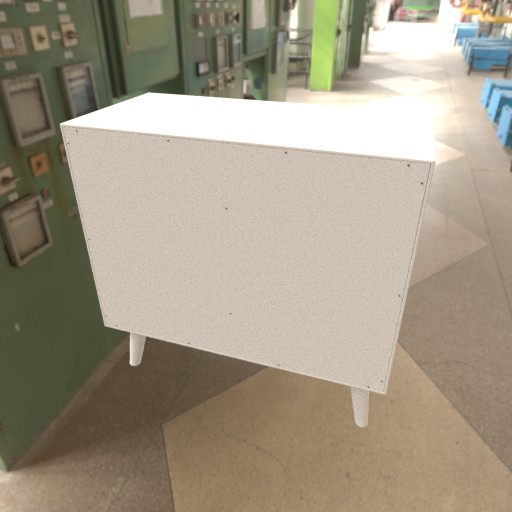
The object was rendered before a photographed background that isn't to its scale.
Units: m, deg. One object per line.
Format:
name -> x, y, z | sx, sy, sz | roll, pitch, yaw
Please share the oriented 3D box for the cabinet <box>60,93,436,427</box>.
cabinet -> 0.000, 0.000, 1.242 | 0.800, 0.761, 0.398 | 10, 32, 16
